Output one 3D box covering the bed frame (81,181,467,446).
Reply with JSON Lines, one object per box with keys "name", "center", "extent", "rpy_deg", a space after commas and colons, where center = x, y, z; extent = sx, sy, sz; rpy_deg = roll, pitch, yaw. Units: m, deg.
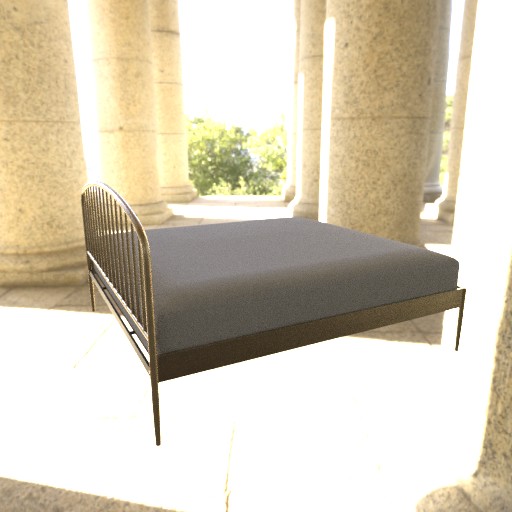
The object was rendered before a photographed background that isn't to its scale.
{"name": "bed frame", "center": [0.000, 0.000, 3.316], "extent": [2.152, 1.174, 2.016], "rpy_deg": [-7, 16, -27]}
